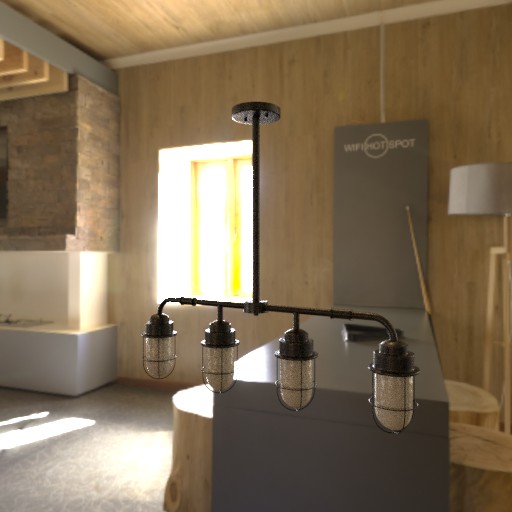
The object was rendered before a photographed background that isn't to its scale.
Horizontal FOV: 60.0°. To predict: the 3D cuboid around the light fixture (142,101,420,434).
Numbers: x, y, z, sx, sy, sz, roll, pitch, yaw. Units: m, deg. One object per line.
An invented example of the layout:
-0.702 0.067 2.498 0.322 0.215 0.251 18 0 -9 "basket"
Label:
0.000 0.000 1.194 0.852 0.785 0.131 0 1 34 "light fixture"
